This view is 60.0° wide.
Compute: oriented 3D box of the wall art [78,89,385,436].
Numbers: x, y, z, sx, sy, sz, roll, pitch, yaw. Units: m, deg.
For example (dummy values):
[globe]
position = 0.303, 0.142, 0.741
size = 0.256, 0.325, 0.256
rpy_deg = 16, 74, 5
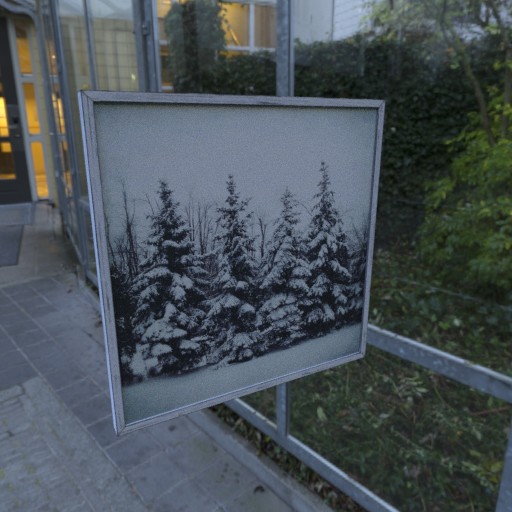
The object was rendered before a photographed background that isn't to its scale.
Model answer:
[wall art]
position = 0.000, 0.000, 1.118
size = 0.761, 0.761, 0.037
rpy_deg = -9, 19, -28
